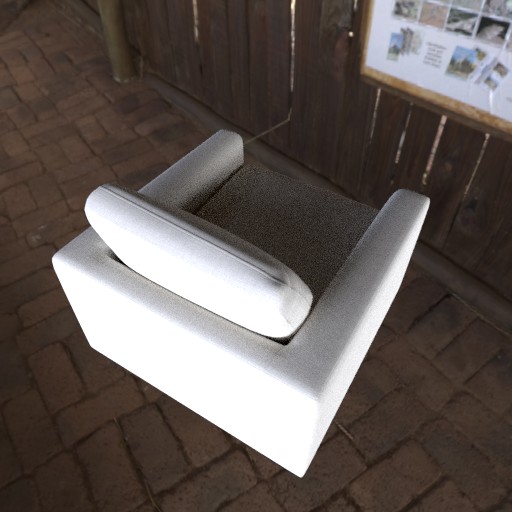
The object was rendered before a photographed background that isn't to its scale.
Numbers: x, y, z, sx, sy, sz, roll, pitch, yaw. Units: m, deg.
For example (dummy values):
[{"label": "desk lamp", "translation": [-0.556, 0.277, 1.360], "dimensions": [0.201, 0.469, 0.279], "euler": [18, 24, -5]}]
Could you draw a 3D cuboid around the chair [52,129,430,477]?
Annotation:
[{"label": "chair", "translation": [0.000, 0.000, 1.837], "dimensions": [1.070, 0.876, 1.100], "euler": [24, 50, 22]}]
